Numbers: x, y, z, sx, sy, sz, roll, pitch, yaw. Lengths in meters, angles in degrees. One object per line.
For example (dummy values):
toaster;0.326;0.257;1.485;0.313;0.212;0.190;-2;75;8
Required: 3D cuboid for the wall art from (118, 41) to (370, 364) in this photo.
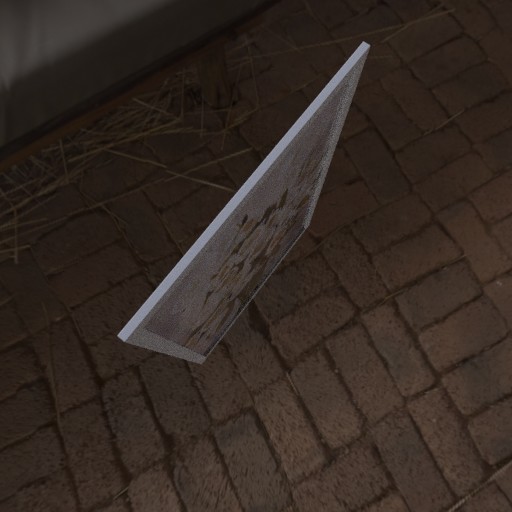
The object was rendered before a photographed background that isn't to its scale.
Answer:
wall art;0.000;0.000;1.193;0.015;0.965;0.660;36;77;9
